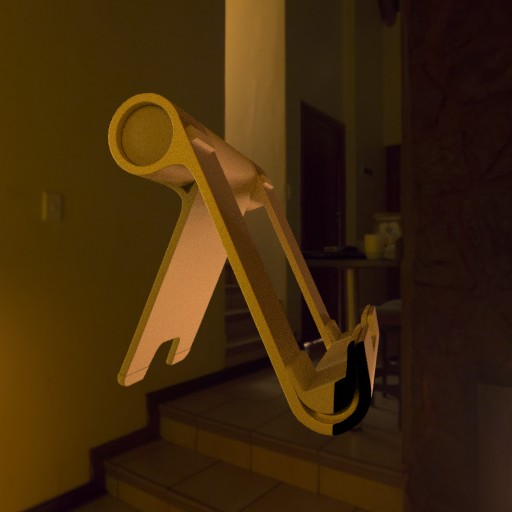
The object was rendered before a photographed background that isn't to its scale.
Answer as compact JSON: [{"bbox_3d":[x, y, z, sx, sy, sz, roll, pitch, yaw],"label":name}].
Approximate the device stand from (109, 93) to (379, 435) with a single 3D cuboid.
[{"bbox_3d":[0.000,0.000,0.151,0.079,0.084,0.086,0,-1,17],"label":"device stand"}]
